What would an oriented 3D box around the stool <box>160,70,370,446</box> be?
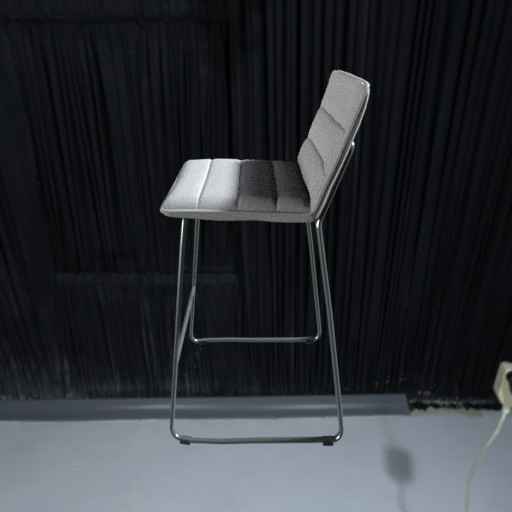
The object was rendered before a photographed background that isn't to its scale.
[{"bbox_3d":[0.000,0.000,1.258,0.490,0.960,0.490,0,26,0],"label":"stool"}]
